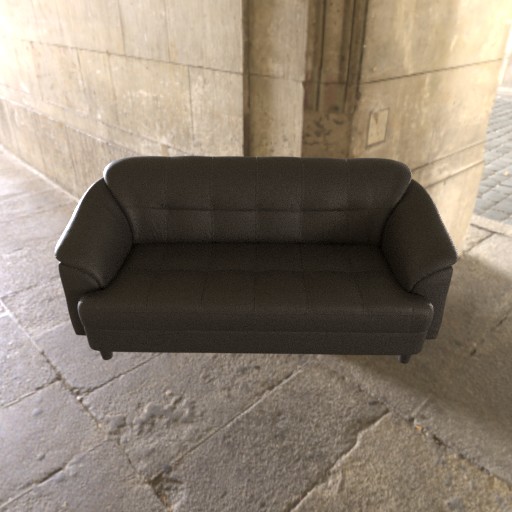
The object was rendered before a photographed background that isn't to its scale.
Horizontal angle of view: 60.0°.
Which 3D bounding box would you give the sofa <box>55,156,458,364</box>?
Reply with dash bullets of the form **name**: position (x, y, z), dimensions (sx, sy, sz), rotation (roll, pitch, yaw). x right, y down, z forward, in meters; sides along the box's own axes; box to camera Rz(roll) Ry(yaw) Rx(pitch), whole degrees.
- **sofa**: position (0.000, 0.000, 2.263), dimensions (1.829, 0.811, 0.800), rotation (1, 30, 1)
